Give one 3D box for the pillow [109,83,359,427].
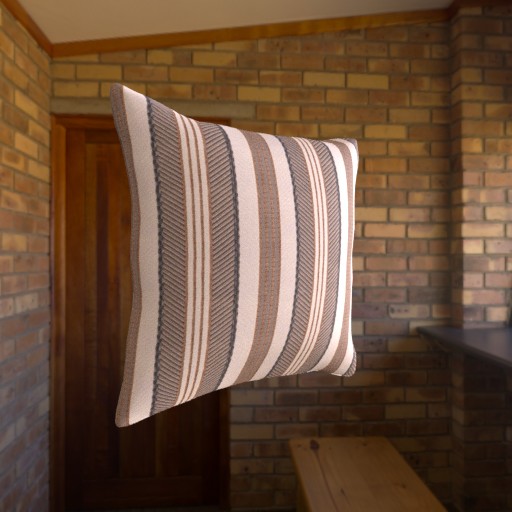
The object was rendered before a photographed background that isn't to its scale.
[{"bbox_3d":[0.000,0.000,0.632,0.416,0.401,0.173,0,0,-36],"label":"pillow"}]
